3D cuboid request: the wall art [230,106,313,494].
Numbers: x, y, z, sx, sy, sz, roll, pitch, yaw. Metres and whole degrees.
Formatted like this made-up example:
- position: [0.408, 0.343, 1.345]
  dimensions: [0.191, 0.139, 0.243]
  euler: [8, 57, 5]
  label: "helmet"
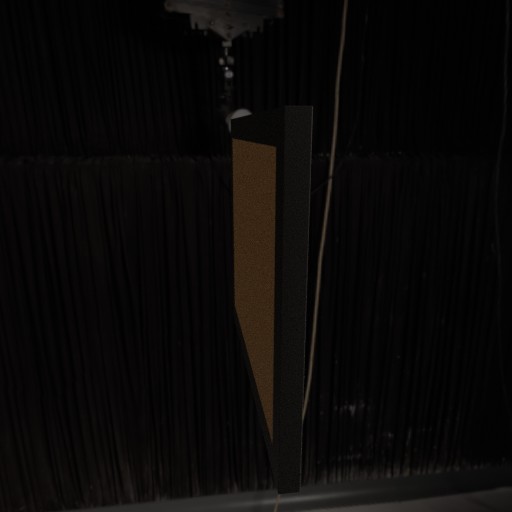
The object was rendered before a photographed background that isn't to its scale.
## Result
- position: [0.000, 0.000, 0.758]
  dimensions: [0.028, 0.460, 0.561]
  euler: [-2, 16, -8]
  label: "wall art"
